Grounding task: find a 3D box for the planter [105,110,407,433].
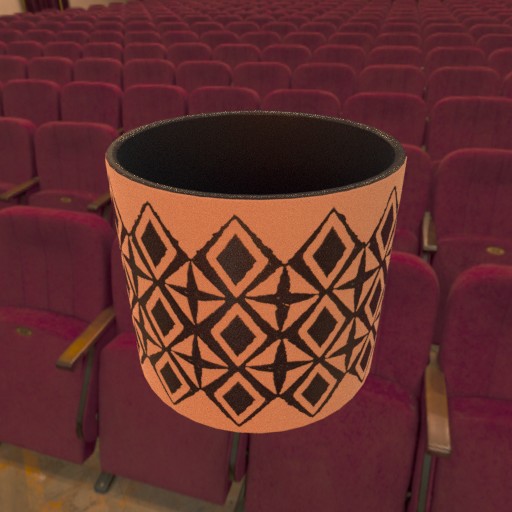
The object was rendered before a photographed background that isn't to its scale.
[{"bbox_3d":[0.000,0.000,0.277,0.159,0.144,0.159,0,30,0],"label":"planter"}]
